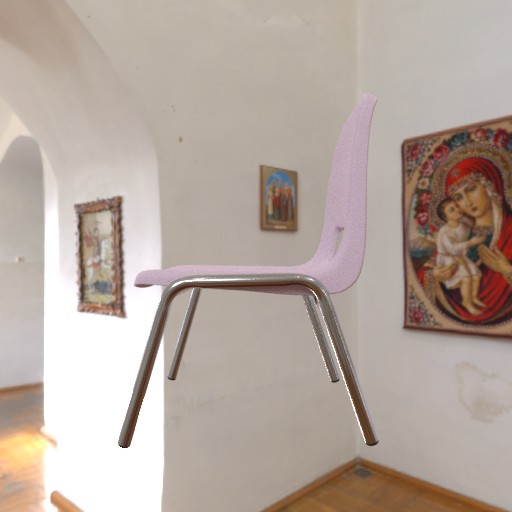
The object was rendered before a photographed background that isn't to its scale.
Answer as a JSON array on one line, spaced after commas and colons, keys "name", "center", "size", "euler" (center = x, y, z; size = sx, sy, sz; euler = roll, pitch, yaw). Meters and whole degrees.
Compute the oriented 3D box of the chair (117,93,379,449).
[{"name": "chair", "center": [0.000, 0.000, 0.786], "size": [0.385, 0.536, 0.354], "euler": [0, 0, 1]}]
